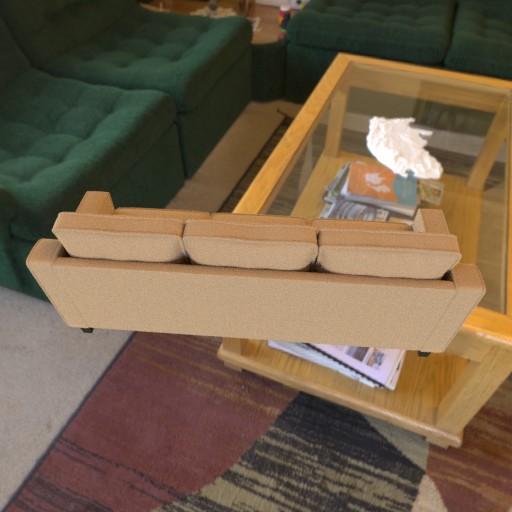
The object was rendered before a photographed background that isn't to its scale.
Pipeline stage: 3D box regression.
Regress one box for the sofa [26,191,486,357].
[{"bbox_3d":[0.000,0.000,2.505,2.131,0.902,0.791,3,47,3],"label":"sofa"}]
